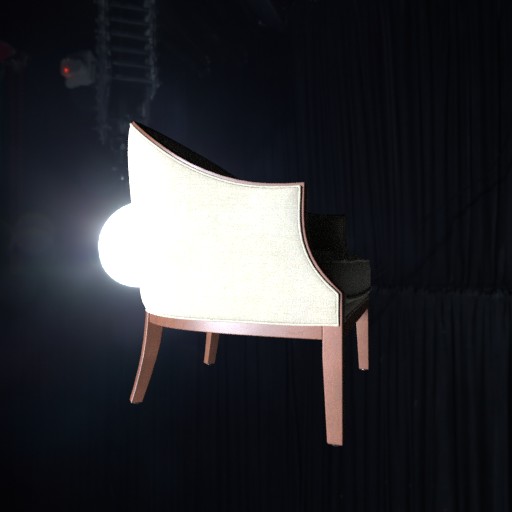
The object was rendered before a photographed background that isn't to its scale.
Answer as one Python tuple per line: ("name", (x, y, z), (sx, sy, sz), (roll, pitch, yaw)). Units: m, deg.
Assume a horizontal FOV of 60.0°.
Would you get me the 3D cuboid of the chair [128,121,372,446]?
("chair", (0.000, 0.000, 1.474), (0.735, 0.876, 0.803), (0, -1, 19))
